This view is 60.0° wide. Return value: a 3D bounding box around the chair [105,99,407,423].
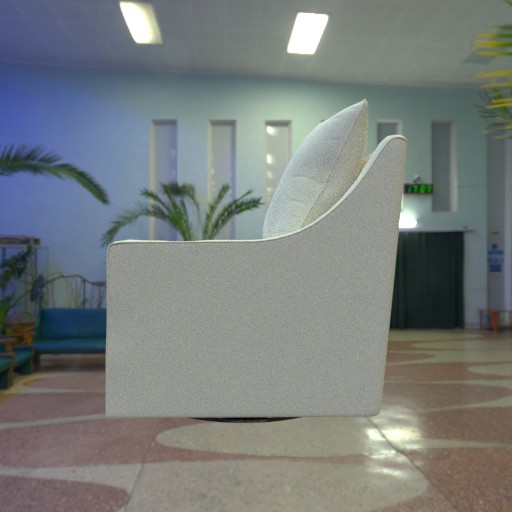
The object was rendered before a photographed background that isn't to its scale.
[{"bbox_3d":[0.000,0.000,1.614,0.876,0.965,0.756,0,-1,-1],"label":"chair"}]
